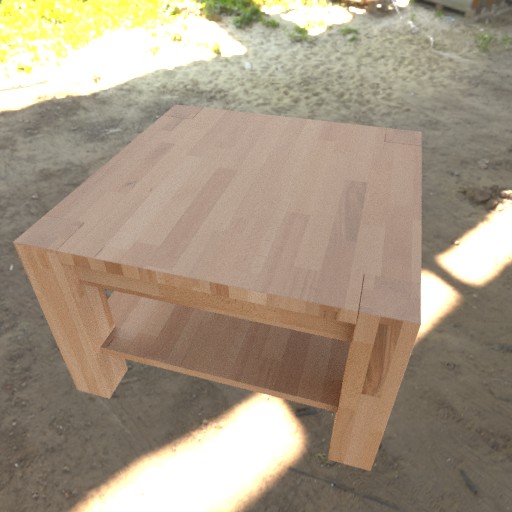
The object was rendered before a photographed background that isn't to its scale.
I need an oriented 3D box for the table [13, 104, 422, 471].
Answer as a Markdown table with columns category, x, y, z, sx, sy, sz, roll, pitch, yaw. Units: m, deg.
| category | x | y | z | sx | sy | sz | roll | pitch | yaw |
| --- | --- | --- | --- | --- | --- | --- | --- | --- | --- |
| table | 0.000 | 0.000 | 1.117 | 0.700 | 0.451 | 0.700 | 10 | 40 | 13 |
